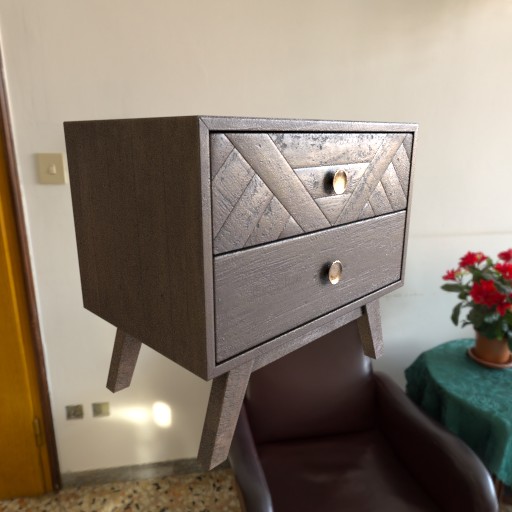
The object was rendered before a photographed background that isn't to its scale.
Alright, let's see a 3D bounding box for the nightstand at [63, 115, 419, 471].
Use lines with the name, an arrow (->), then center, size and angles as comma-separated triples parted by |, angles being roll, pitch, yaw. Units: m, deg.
nightstand -> 0.000, 0.000, 1.038 | 0.450, 0.599, 0.650 | 15, 21, 43
